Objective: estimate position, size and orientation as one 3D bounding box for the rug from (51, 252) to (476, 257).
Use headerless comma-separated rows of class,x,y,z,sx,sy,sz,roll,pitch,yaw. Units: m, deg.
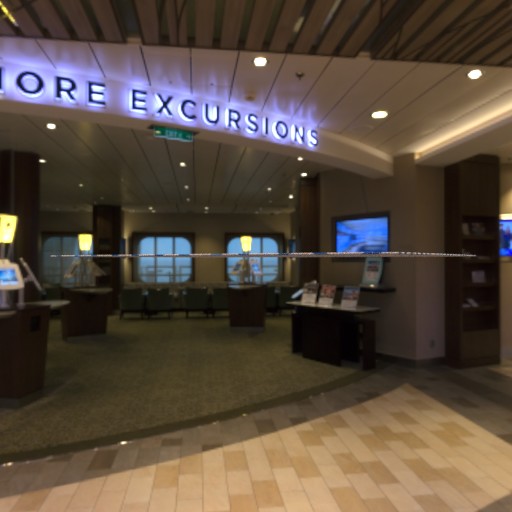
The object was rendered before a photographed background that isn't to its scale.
rug,0.000,0.000,2.992,2.439,0.008,1.531,0,-1,36
